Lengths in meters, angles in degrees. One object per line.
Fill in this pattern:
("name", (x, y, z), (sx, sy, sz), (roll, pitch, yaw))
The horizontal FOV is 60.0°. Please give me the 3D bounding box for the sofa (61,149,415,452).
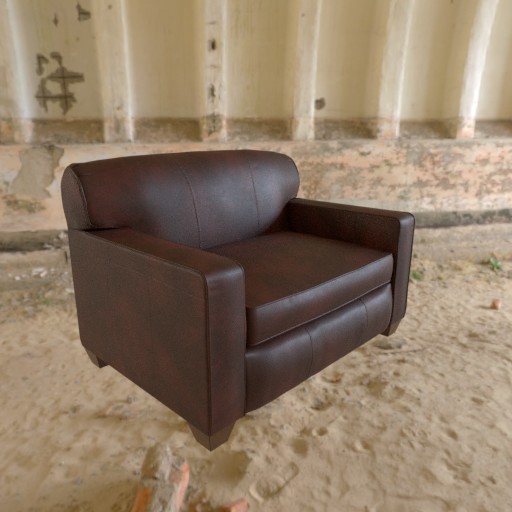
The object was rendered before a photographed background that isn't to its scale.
("sofa", (0.000, 0.000, 2.118), (1.000, 0.956, 1.413), (15, 22, 42))
